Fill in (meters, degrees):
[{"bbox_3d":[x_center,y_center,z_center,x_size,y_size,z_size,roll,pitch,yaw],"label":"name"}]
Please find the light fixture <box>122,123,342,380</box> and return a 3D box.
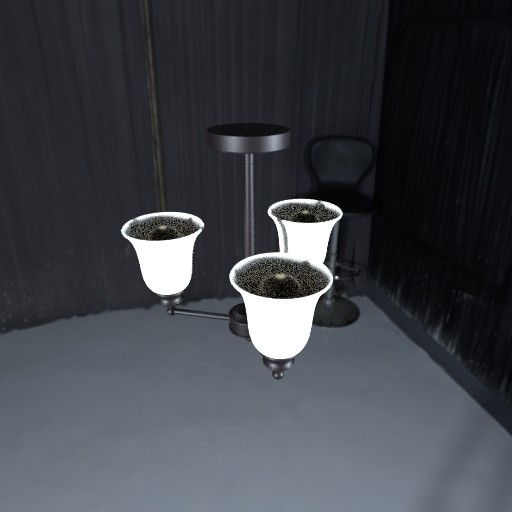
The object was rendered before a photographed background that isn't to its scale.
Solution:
[{"bbox_3d":[0.000,0.000,0.685,0.388,0.370,0.354,-8,26,-16],"label":"light fixture"}]
